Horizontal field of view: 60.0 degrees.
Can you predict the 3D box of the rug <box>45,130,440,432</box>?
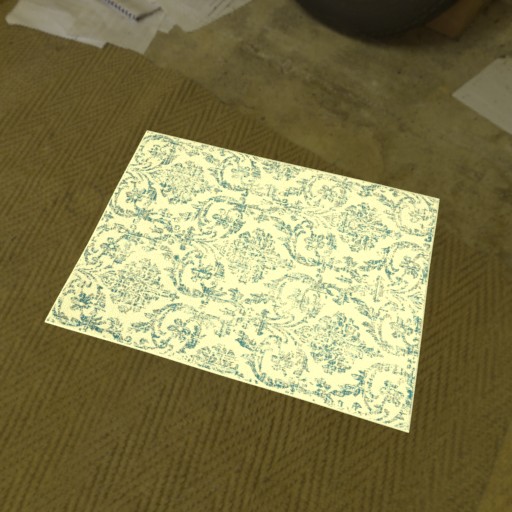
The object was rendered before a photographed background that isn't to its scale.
[{"bbox_3d":[0.000,0.000,2.882,2.197,0.014,1.586,15,64,7],"label":"rug"}]
